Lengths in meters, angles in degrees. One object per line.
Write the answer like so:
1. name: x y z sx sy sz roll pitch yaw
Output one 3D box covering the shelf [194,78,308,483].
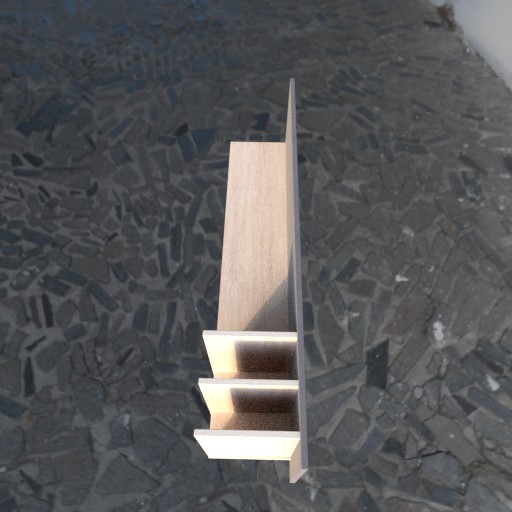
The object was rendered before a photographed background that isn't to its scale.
1. shelf: 0.000 0.000 1.143 0.200 0.300 1.020 1 59 1
